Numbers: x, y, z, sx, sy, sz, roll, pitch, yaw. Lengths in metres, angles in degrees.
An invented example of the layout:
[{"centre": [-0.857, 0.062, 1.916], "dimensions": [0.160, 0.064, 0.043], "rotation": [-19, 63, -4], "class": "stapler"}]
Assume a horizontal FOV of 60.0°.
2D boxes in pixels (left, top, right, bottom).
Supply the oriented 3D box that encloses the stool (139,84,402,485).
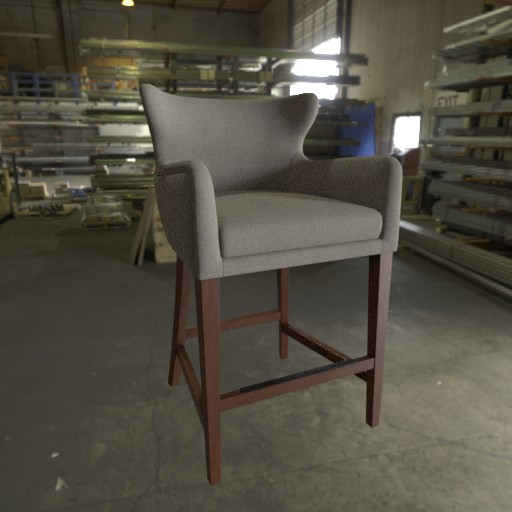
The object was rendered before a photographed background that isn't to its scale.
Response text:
[{"centre": [0.000, 0.000, 1.303], "dimensions": [0.575, 0.951, 0.575], "rotation": [-7, 17, -25], "class": "stool"}]
